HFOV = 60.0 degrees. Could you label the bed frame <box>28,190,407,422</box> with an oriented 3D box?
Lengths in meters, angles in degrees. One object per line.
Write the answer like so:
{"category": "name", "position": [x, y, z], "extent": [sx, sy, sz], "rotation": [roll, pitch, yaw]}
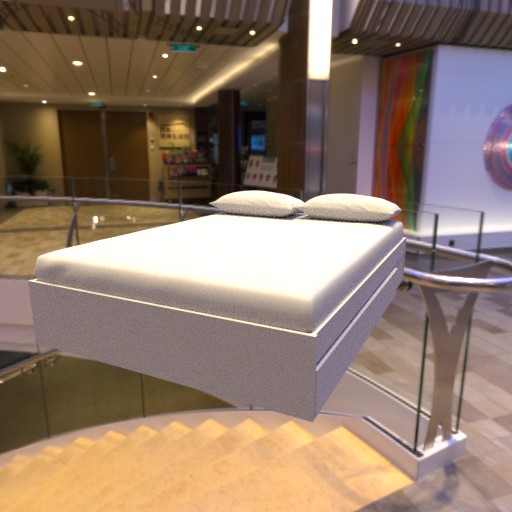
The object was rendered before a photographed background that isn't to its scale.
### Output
{"category": "bed frame", "position": [0.000, 0.000, 2.640], "extent": [1.450, 0.629, 1.950], "rotation": [7, 15, 26]}
